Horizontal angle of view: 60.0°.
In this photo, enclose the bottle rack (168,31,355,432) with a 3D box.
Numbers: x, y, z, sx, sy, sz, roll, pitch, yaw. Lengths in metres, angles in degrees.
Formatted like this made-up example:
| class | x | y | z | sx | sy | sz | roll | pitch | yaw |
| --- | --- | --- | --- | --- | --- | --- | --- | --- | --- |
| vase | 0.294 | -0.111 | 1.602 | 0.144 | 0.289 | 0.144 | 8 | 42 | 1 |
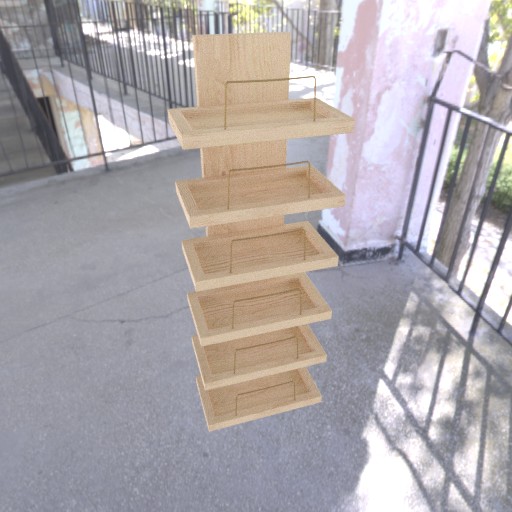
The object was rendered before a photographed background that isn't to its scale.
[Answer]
| class | x | y | z | sx | sy | sz | roll | pitch | yaw |
| --- | --- | --- | --- | --- | --- | --- | --- | --- | --- |
| bottle rack | 0.000 | 0.000 | 1.067 | 0.330 | 0.943 | 0.206 | -10 | 34 | -14 |
